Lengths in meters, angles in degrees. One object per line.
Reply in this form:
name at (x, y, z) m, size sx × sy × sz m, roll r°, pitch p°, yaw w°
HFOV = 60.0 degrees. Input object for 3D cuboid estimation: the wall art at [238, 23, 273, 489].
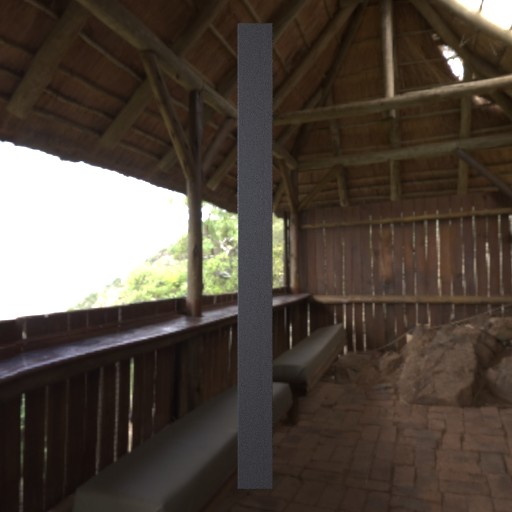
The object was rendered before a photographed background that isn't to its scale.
wall art at (0.000, 0.000, 0.736) m, size 0.038 × 0.507 × 0.507 m, roll 0°, pitch 0°, yaw 0°
